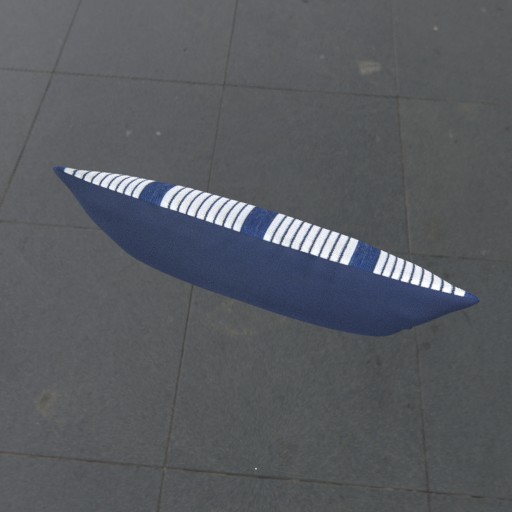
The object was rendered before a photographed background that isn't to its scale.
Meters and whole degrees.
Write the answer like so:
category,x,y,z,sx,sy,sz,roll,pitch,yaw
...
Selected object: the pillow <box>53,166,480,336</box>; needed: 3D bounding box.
category,x,y,z,sx,sy,sz,roll,pitch,yaw
pillow,0.000,0.000,0.734,0.608,0.292,0.156,18,66,8
